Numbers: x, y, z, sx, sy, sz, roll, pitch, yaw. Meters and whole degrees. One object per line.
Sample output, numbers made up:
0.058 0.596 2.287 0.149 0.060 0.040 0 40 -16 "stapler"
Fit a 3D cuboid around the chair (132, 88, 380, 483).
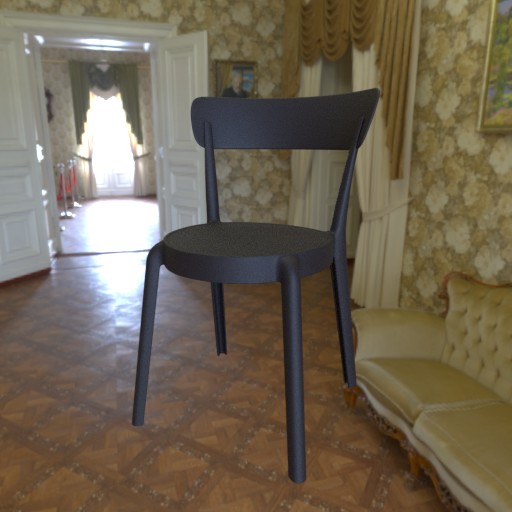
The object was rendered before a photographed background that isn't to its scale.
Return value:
0.000 0.000 1.098 0.506 0.790 0.491 7 16 26 "chair"
